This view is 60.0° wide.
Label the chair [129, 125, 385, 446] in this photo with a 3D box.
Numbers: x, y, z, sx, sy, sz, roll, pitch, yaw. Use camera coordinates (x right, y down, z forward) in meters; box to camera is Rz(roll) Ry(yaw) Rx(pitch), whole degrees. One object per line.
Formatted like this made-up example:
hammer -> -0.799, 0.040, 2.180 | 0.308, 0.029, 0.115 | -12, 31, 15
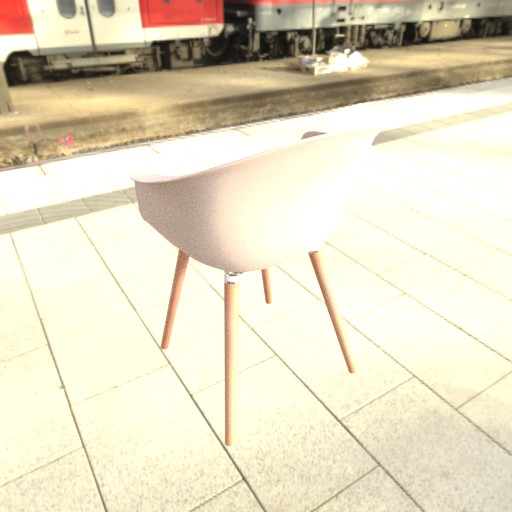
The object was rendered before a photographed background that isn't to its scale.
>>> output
chair -> 0.000, 0.000, 1.175 | 0.593, 0.781, 0.504 | -20, 37, -29
